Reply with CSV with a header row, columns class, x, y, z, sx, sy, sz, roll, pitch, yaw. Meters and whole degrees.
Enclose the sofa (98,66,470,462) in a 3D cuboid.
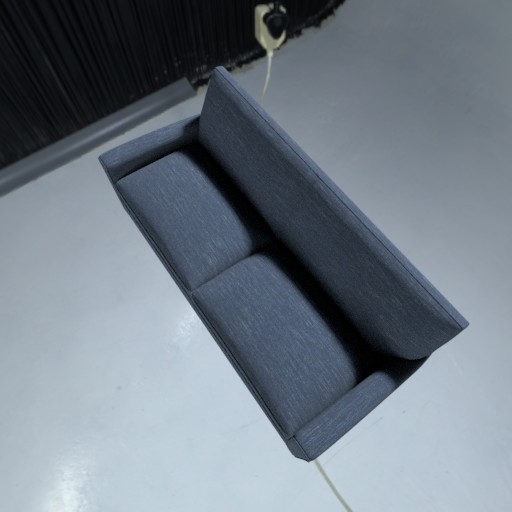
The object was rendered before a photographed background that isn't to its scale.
class,x,y,z,sx,sy,sz,roll,pitch,yaw
sofa,0.000,0.000,2.468,0.875,0.846,1.976,-33,68,-15
